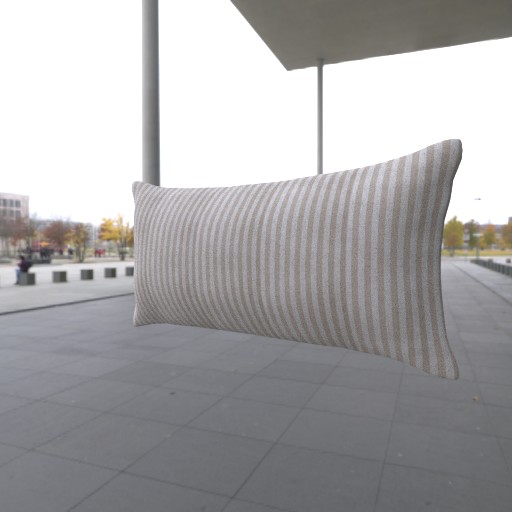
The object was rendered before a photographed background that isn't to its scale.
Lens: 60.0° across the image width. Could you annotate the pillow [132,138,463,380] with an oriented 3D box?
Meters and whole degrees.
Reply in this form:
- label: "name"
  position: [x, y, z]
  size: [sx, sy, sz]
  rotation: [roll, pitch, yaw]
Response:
- label: "pillow"
  position: [0.000, 0.000, 0.718]
  size: [0.617, 0.295, 0.151]
  rotation: [1, 1, 36]
